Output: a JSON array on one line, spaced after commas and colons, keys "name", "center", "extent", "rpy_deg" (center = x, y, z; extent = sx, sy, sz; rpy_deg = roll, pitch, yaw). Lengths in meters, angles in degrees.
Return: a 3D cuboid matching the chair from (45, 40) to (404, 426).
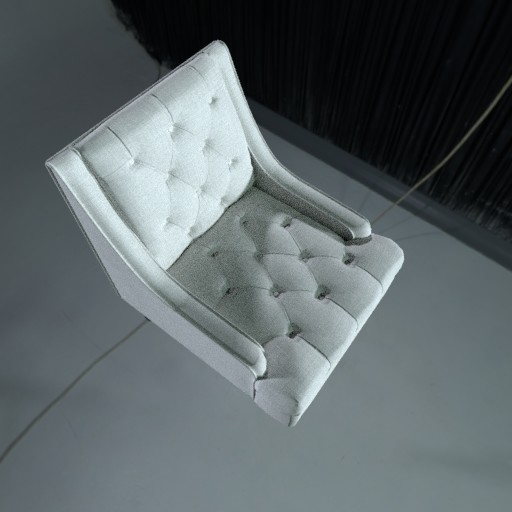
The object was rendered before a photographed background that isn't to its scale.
[{"name": "chair", "center": [0.000, 0.000, 1.404], "extent": [0.772, 0.891, 0.658], "rpy_deg": [32, 63, 19]}]
